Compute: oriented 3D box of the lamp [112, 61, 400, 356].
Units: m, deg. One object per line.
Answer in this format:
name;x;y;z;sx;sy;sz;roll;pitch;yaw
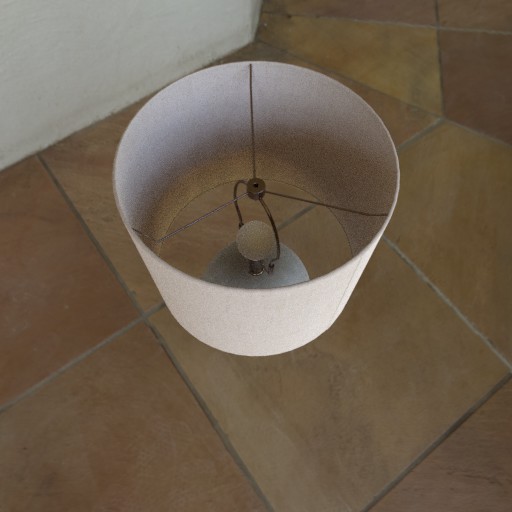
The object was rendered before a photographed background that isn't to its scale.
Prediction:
lamp;0.000;0.000;0.600;0.269;0.409;0.269;-30;67;-14
